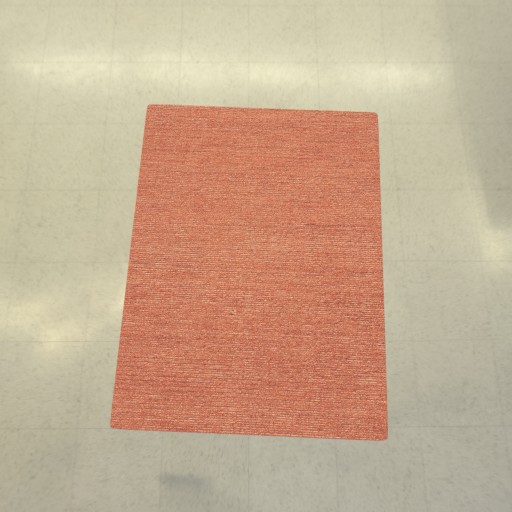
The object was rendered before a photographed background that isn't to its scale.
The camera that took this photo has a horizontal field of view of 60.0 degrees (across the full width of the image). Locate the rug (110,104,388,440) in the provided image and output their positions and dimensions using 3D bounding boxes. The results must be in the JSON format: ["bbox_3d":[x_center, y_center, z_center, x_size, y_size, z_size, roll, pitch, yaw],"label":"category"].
[{"bbox_3d":[0.000,0.000,2.794,1.594,0.009,2.112,2,75,1],"label":"rug"}]
